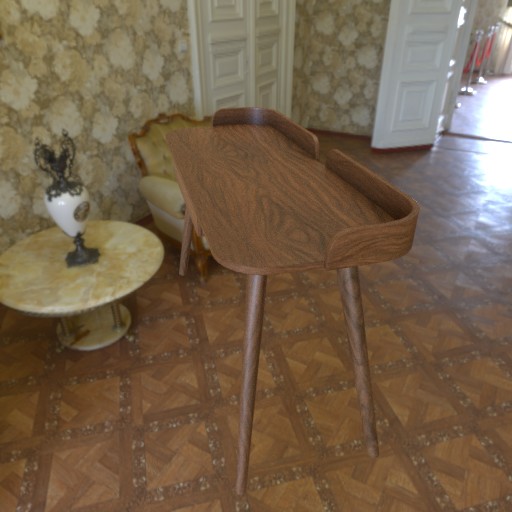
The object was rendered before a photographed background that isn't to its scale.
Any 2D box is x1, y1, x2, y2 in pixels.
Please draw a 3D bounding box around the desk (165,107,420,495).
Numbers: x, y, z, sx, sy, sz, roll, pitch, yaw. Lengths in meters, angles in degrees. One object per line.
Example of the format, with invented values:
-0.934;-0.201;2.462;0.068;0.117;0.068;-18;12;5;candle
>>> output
0.000;0.000;1.621;0.486;0.800;1.256;-8;31;-14;desk
